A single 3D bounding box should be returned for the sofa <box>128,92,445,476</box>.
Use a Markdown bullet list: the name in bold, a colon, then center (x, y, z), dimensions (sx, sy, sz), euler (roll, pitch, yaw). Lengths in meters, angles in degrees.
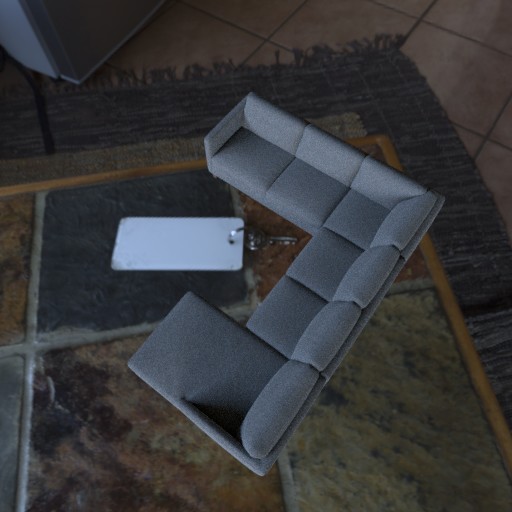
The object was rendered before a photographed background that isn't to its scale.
- **sofa**: center (0.000, 0.000, 4.548), dimensions (2.551, 0.853, 3.238), euler (33, 68, 15)
